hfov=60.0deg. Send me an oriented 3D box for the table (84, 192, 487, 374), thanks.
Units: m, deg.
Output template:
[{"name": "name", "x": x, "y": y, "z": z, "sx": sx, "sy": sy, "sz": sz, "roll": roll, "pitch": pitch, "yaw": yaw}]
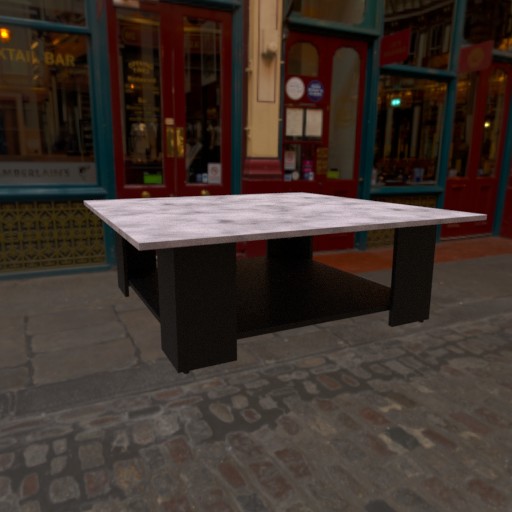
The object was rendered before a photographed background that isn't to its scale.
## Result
[{"name": "table", "x": 0.000, "y": 0.000, "z": 1.372, "sx": 0.890, "sy": 0.305, "sz": 0.890, "roll": -6, "pitch": 14, "yaw": -26}]
